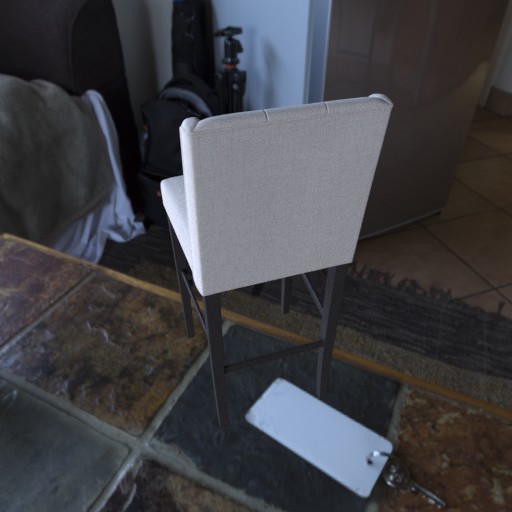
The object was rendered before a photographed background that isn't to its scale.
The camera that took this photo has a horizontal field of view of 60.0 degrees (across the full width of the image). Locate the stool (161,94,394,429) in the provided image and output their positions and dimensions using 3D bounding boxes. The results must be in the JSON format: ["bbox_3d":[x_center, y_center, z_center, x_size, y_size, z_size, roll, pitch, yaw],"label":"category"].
[{"bbox_3d":[0.000,0.000,1.380,0.474,1.116,0.509,-12,41,-14],"label":"stool"}]
